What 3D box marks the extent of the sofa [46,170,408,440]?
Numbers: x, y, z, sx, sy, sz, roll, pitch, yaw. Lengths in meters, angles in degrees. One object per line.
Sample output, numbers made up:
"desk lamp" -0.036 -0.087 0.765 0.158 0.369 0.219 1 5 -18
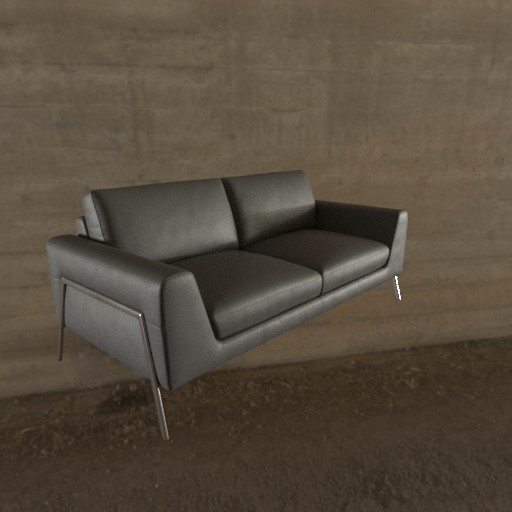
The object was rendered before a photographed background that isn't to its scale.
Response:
"sofa" 0.000 0.000 2.582 0.953 0.875 2.017 14 20 41
